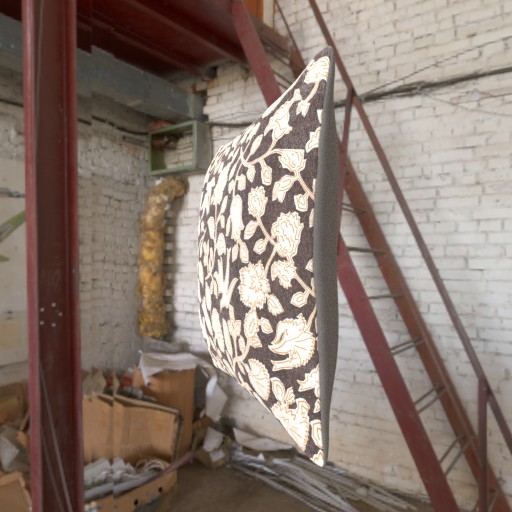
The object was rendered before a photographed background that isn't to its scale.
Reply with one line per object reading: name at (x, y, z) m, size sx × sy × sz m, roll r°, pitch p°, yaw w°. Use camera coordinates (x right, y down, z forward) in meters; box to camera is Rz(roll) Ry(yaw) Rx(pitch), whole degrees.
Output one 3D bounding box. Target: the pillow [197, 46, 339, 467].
pillow at (0.000, 0.000, 0.779) m, size 0.166 × 0.507 × 0.526 m, roll 0°, pitch 0°, yaw -19°
